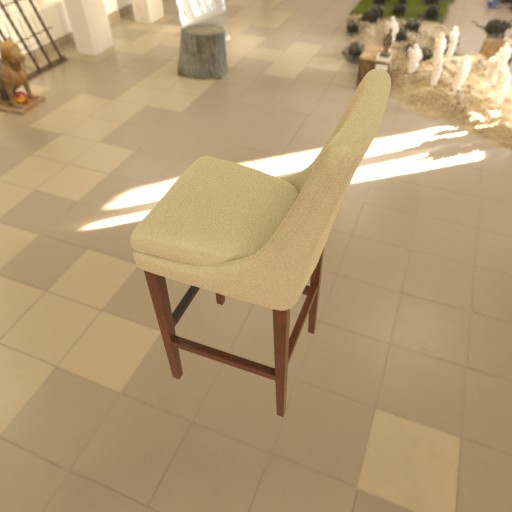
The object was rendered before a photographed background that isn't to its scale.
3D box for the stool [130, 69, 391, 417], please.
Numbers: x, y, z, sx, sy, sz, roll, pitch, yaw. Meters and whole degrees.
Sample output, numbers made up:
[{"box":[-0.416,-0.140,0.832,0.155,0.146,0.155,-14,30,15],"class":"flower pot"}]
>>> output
[{"box":[0.000,0.000,1.374,0.577,1.078,0.470,15,46,15],"class":"stool"}]
